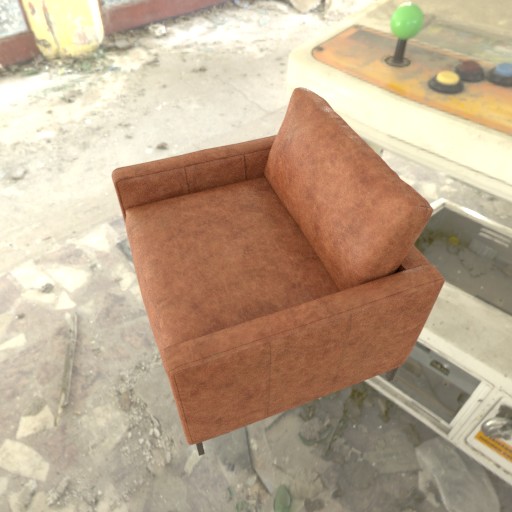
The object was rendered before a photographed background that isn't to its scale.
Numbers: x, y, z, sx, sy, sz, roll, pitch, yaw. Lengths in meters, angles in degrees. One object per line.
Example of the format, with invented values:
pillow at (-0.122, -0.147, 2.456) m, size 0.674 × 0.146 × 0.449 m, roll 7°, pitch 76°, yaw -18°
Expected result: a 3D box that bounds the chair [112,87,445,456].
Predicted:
chair at (0.000, 0.000, 1.639) m, size 0.862 × 0.869 × 0.967 m, roll -16°, pitch 48°, yaw -15°
